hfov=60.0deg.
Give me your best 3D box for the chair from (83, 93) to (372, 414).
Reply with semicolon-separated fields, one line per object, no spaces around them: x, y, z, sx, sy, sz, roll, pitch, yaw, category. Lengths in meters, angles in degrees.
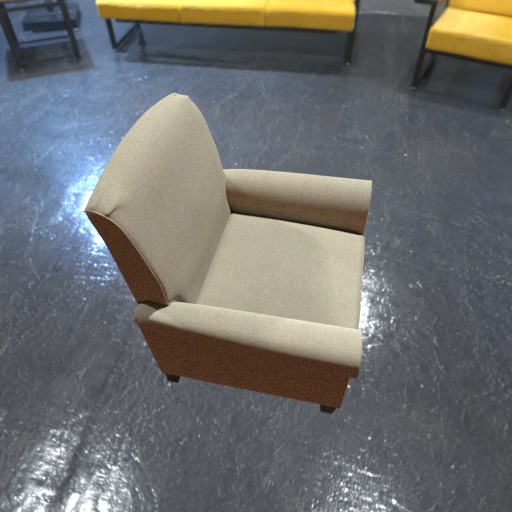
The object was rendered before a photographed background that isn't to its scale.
0.000;0.000;1.813;0.905;1.061;0.978;9;47;8;chair
